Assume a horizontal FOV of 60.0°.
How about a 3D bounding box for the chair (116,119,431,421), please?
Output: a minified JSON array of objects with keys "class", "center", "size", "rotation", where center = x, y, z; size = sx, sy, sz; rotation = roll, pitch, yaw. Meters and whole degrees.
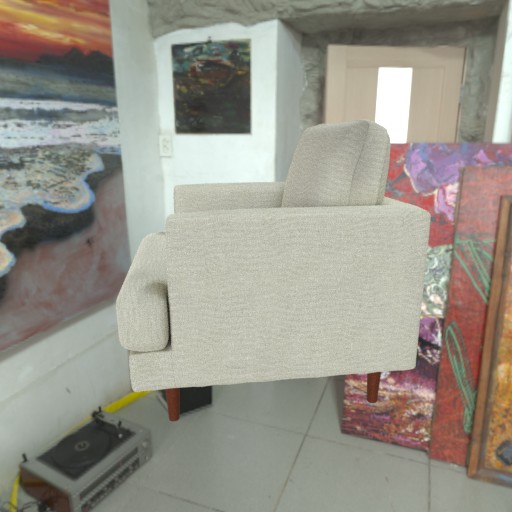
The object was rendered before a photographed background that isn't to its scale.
[{"class":"chair","center":[0.000,0.000,1.641],"size":[0.899,0.957,0.858],"rotation":[-2,15,-8]}]
